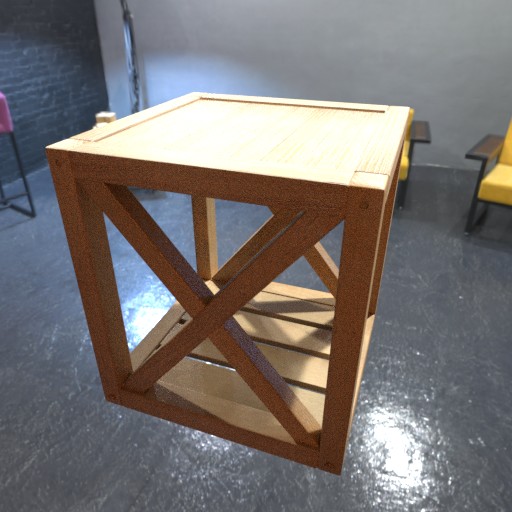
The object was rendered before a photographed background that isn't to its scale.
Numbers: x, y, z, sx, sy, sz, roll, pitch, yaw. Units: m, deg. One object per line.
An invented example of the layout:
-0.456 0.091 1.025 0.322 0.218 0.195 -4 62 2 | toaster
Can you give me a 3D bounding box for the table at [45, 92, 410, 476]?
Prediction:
0.000 0.000 1.035 0.559 0.610 0.558 10 32 17 | table
